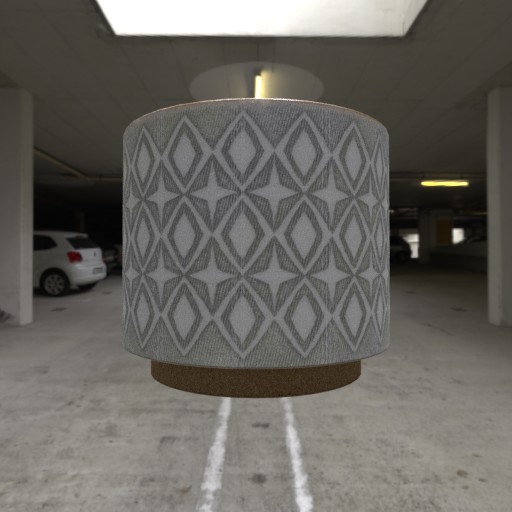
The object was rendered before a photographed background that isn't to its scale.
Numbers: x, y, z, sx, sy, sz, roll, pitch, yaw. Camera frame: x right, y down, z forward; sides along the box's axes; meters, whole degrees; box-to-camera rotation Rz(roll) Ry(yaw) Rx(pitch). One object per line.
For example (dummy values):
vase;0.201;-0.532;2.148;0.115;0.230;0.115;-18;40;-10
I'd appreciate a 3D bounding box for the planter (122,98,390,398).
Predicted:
planter;0.000;0.000;0.442;0.255;0.223;0.255;0;-1;0
